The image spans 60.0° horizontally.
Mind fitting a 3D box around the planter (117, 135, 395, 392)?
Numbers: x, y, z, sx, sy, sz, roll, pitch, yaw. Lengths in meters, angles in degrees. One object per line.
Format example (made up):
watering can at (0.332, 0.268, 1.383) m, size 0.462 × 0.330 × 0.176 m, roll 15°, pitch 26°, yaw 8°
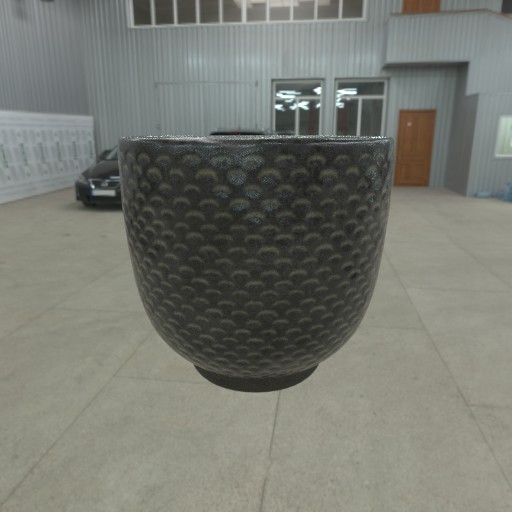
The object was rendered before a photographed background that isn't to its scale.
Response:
planter at (0.000, 0.000, 0.306) m, size 0.172 × 0.160 × 0.172 m, roll 0°, pitch 15°, yaw 0°
